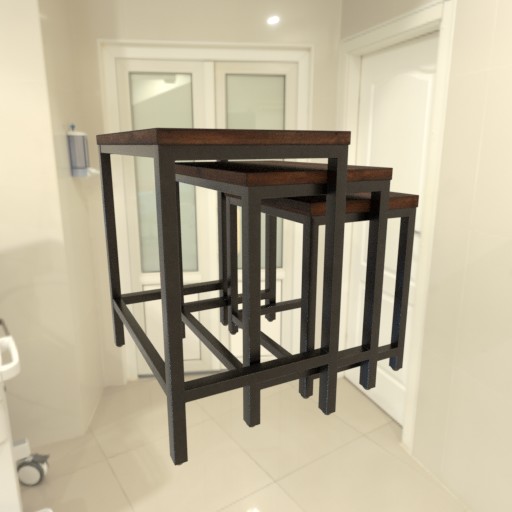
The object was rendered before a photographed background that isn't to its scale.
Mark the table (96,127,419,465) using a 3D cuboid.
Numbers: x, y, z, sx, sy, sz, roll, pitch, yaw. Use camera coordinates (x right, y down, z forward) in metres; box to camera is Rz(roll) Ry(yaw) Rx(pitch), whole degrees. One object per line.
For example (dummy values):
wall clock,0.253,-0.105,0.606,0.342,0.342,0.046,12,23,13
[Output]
table,0.000,0.000,1.160,0.660,0.616,0.608,-7,16,-27
